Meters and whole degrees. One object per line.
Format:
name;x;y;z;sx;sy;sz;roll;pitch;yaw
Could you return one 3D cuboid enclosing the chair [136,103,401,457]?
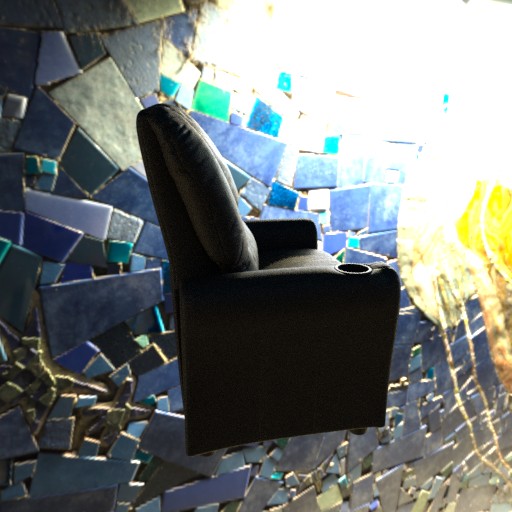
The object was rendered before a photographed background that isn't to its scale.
chair;0.000;0.000;1.099;0.521;0.709;0.610;-3;16;-11
